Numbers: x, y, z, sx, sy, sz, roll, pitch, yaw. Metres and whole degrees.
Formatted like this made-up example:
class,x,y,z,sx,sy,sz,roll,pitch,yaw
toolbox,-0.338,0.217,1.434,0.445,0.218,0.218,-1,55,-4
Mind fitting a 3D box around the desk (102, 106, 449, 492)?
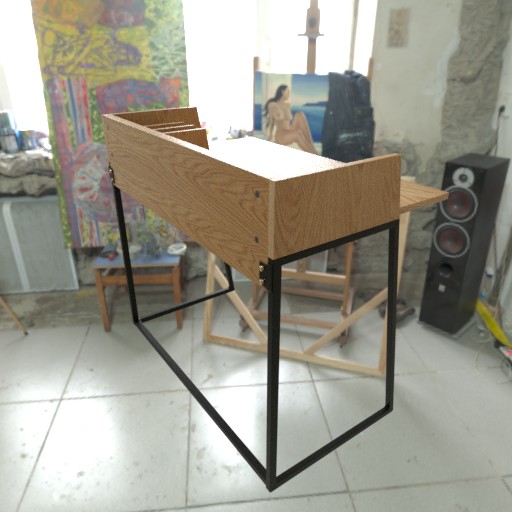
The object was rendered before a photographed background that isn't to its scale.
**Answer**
class,x,y,z,sx,sy,sz,roll,pitch,yaw
desk,0.000,0.000,1.856,0.769,1.061,1.191,-17,31,-31
